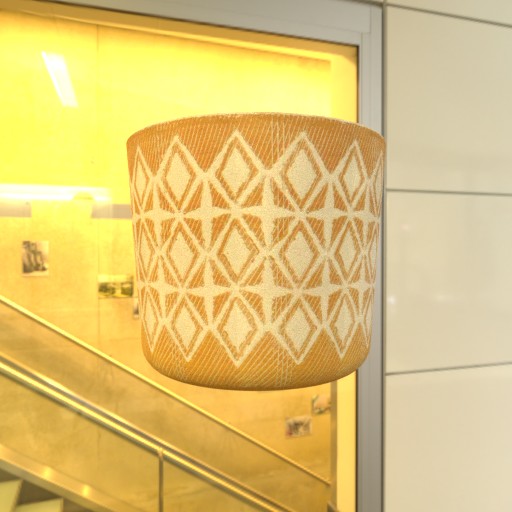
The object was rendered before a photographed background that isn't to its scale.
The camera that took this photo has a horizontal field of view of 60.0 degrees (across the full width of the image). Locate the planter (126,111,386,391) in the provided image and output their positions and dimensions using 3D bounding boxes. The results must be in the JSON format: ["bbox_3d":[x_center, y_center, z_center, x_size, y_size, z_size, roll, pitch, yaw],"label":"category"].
[{"bbox_3d":[0.000,0.000,0.344,0.193,0.165,0.193,0,1,0],"label":"planter"}]
